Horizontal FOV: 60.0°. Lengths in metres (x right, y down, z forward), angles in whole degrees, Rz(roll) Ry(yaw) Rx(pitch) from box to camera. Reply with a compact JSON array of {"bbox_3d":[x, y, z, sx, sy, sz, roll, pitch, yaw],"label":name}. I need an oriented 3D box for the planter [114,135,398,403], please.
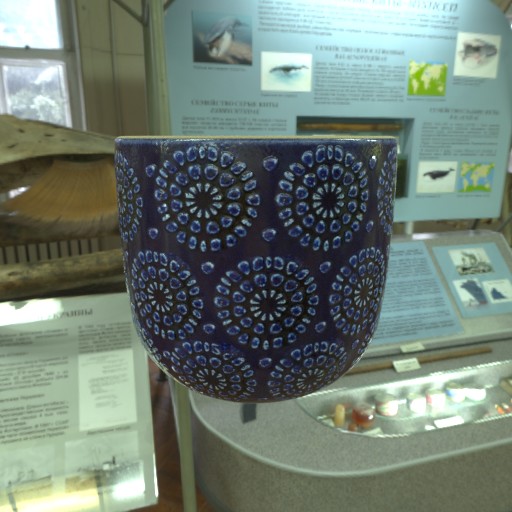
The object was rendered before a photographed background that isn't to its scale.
[{"bbox_3d":[0.000,0.000,0.286,0.165,0.149,0.165,0,15,0],"label":"planter"}]
